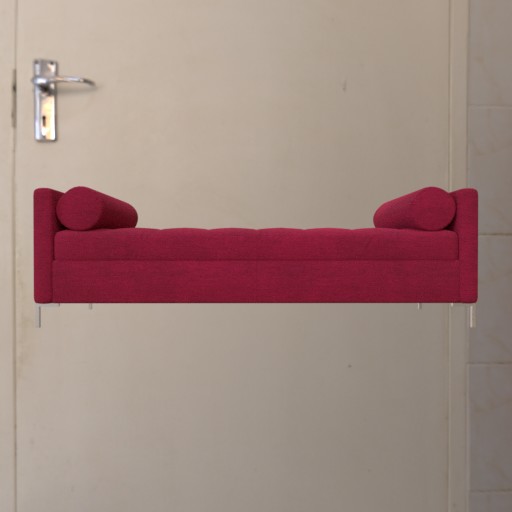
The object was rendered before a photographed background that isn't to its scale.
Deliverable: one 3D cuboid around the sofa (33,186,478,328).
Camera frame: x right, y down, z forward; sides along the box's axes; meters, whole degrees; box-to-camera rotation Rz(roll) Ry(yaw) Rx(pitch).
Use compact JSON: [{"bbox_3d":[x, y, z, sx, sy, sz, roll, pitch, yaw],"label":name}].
[{"bbox_3d":[0.000,0.000,2.304,1.981,0.635,0.686,0,0,0],"label":"sofa"}]
